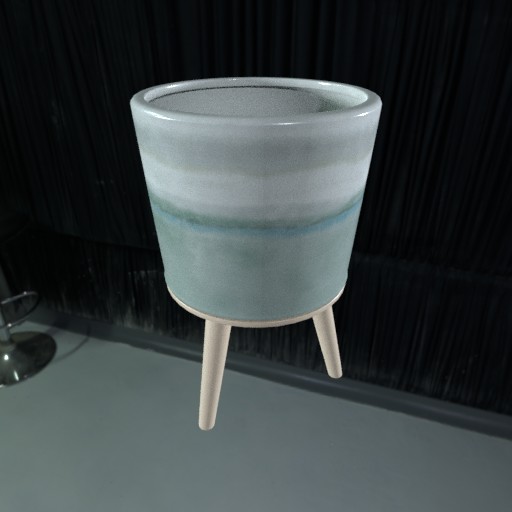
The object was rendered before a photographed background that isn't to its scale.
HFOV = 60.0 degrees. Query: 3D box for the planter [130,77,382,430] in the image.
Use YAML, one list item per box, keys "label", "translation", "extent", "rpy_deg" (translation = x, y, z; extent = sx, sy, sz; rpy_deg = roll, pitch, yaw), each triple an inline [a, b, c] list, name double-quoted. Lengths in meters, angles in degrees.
- label: "planter"
  translation: [0.000, 0.000, 0.577]
  extent: [0.265, 0.404, 0.265]
  rpy_deg: [8, 30, 14]
